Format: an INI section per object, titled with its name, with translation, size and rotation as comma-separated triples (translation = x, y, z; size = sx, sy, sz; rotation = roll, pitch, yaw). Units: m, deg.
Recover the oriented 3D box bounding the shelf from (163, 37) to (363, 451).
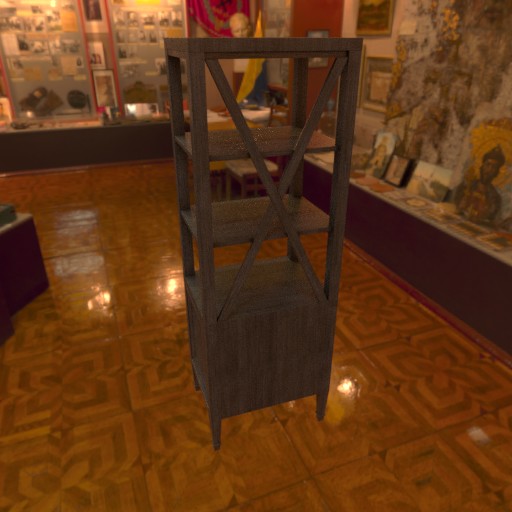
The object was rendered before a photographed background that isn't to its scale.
[shelf]
translation = 0.000, 0.000, 1.954
size = 0.584, 1.727, 0.472
rotation = -9, 28, -17
